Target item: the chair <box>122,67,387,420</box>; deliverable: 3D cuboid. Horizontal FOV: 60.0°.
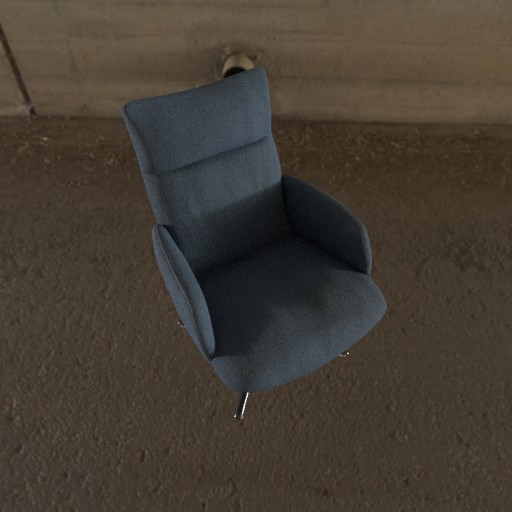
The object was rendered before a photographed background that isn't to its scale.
[{"bbox_3d":[0.000,0.000,1.648,0.711,1.016,0.889,-25,52,-21],"label":"chair"}]
